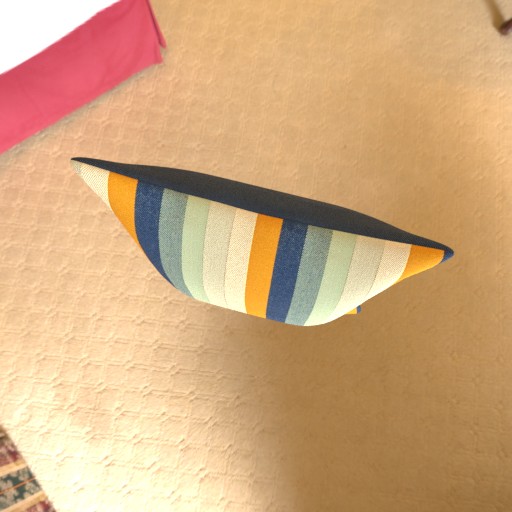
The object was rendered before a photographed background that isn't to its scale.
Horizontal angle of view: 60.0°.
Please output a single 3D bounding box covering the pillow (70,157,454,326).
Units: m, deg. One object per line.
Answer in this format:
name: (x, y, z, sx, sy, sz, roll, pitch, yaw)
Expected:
pillow: (0.000, 0.000, 0.732, 0.463, 0.454, 0.173, 14, 75, 4)
